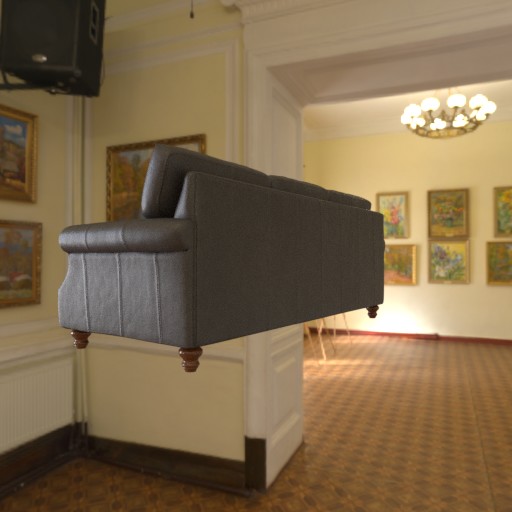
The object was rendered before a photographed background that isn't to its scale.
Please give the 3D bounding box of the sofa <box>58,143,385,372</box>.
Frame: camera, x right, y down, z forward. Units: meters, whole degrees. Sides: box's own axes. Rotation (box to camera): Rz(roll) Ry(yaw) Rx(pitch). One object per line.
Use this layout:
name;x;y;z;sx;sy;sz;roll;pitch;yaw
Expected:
sofa;0.000;0.000;2.936;0.974;0.977;2.387;0;0;36
